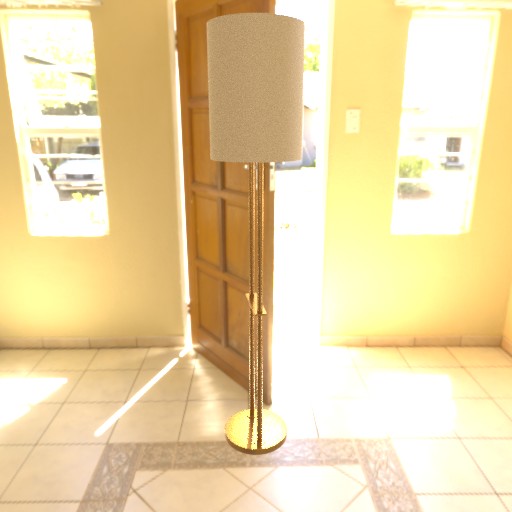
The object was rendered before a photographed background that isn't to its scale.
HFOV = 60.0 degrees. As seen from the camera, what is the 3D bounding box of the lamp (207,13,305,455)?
[{"bbox_3d":[0.000,0.000,1.590,0.305,1.500,0.306,-3,17,-10],"label":"lamp"}]
